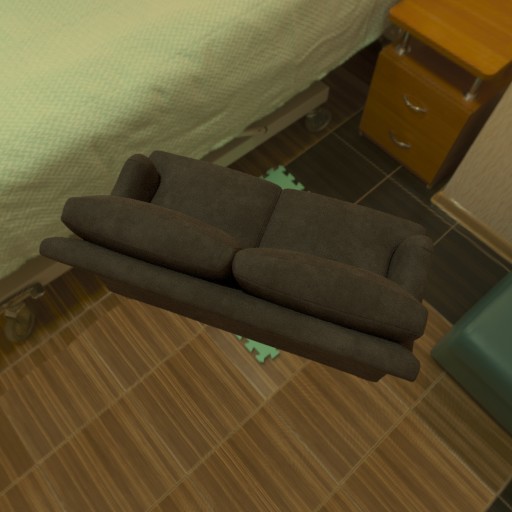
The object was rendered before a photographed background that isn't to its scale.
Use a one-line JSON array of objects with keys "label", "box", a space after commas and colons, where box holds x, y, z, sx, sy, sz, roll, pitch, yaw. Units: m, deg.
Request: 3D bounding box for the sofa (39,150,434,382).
[{"label": "sofa", "box": [0.000, 0.000, 2.548, 1.853, 1.101, 1.084, 17, 64, 9]}]
